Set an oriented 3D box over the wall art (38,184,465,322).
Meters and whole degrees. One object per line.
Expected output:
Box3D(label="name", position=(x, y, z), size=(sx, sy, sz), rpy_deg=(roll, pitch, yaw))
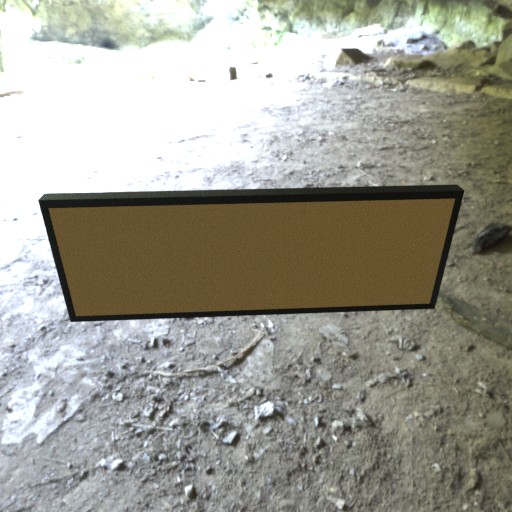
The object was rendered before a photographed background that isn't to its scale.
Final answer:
Box3D(label="wall art", position=(0.000, 0.000, 0.984), size=(0.860, 0.303, 0.037), rpy_deg=(-2, 30, -3))
